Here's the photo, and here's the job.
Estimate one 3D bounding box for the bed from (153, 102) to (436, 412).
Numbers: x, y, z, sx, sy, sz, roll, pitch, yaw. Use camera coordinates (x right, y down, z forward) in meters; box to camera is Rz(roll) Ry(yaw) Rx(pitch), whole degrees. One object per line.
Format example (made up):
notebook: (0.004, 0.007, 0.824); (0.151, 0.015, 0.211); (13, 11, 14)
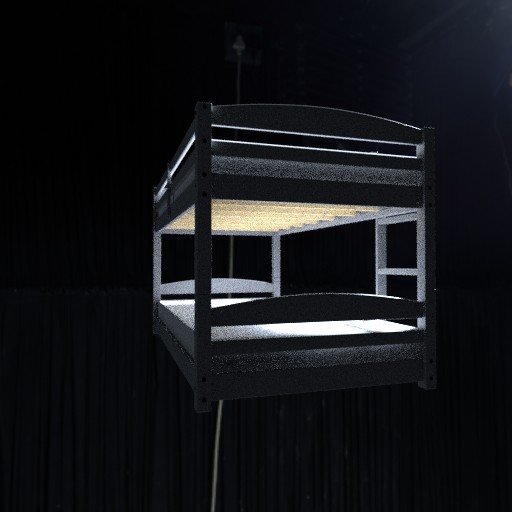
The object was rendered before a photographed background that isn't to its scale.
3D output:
bed: (0.000, 0.000, 2.780); (1.105, 1.206, 2.013); (0, -1, -18)
